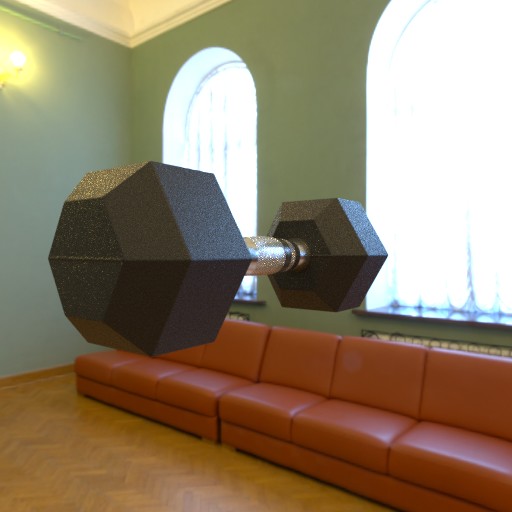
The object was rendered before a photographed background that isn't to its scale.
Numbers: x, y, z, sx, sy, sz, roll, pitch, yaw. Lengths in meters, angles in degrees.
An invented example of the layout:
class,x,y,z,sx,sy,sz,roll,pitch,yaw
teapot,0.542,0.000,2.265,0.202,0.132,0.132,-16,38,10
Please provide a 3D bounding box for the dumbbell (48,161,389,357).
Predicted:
class,x,y,z,sx,sy,sz,roll,pitch,yaw
dumbbell,0.000,0.000,0.419,0.141,0.123,0.356,1,1,38
